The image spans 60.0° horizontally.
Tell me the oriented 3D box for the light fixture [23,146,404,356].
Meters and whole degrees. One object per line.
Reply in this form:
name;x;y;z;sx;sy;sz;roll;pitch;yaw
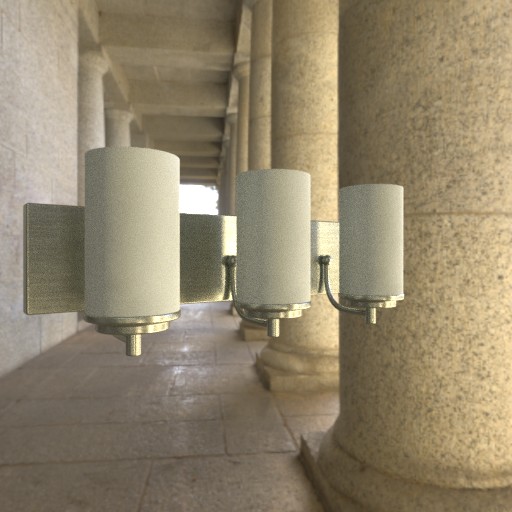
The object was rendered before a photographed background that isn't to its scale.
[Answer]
light fixture;0.000;0.000;0.502;0.451;0.172;0.145;0;0;-36
